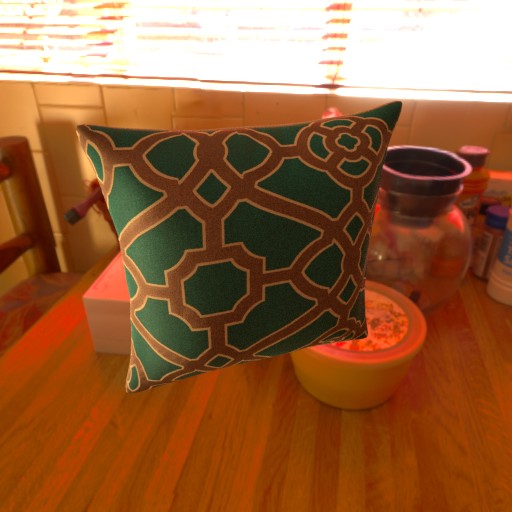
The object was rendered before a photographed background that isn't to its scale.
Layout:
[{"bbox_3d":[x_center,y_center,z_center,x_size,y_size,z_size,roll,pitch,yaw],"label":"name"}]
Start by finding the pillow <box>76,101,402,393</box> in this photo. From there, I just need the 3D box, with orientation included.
[{"bbox_3d":[0.000,0.000,0.801,0.526,0.507,0.166,-9,31,-16],"label":"pillow"}]
